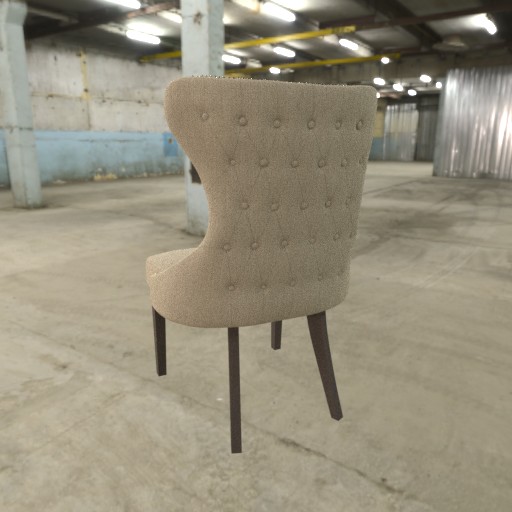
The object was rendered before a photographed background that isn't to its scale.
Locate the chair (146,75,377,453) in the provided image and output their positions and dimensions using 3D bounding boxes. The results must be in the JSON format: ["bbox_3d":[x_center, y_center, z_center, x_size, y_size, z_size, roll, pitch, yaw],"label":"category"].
[{"bbox_3d":[0.000,0.000,1.374,0.628,0.967,0.635,-7,15,-26],"label":"chair"}]
